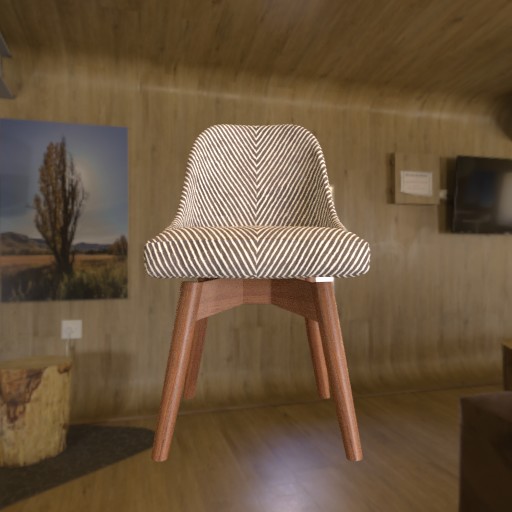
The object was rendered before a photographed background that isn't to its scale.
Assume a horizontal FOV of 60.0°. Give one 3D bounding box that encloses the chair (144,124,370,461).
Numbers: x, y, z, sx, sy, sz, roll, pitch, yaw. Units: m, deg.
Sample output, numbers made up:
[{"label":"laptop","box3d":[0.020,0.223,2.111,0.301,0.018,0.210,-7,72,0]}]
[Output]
[{"label":"chair","box3d":[0.000,0.000,1.209,0.504,0.883,0.591,0,0,0]}]
